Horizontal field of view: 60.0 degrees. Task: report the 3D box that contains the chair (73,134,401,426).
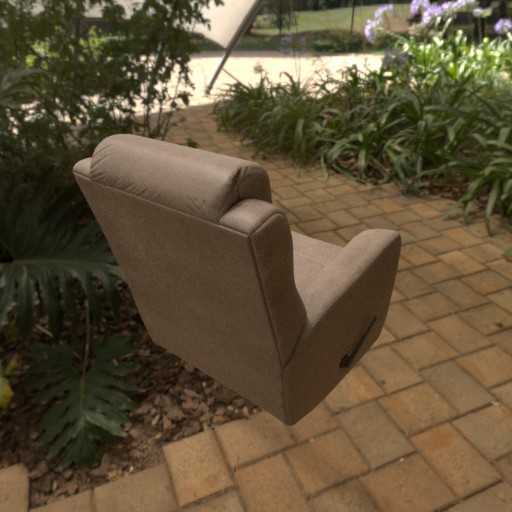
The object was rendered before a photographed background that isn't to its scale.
[{"bbox_3d":[0.000,0.000,1.921,0.967,1.116,1.068,21,35,33],"label":"chair"}]
